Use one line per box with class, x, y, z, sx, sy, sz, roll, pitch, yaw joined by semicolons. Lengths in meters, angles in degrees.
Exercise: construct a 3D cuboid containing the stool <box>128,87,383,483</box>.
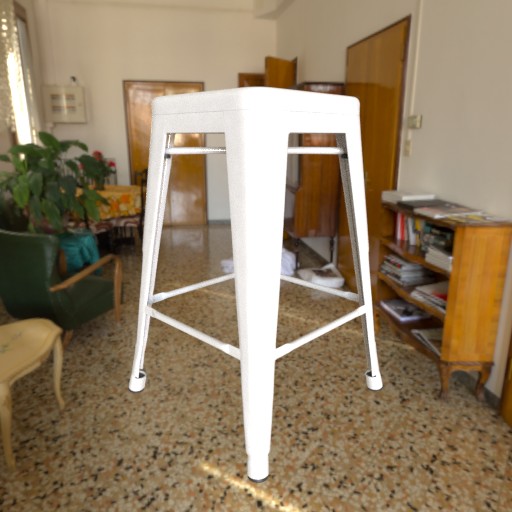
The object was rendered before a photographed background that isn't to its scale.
stool;0.000;0.000;0.901;0.406;0.610;0.406;14;21;42
